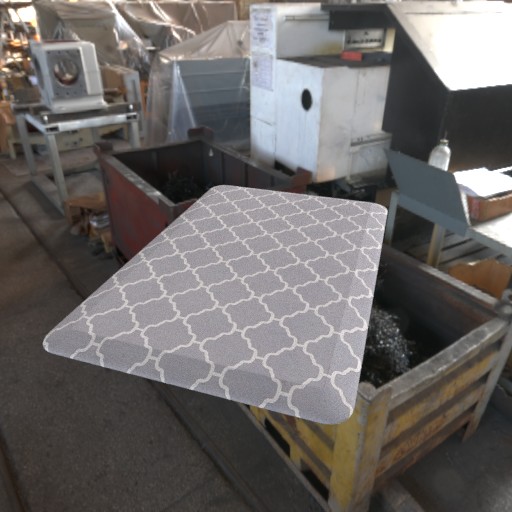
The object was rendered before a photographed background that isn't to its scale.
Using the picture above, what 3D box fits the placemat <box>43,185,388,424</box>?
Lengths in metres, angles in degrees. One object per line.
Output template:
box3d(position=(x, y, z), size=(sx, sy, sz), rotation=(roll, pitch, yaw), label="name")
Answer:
box3d(position=(0.000, 0.000, 0.954), size=(0.508, 0.021, 0.762), rotation=(9, 31, 16), label="placemat")
